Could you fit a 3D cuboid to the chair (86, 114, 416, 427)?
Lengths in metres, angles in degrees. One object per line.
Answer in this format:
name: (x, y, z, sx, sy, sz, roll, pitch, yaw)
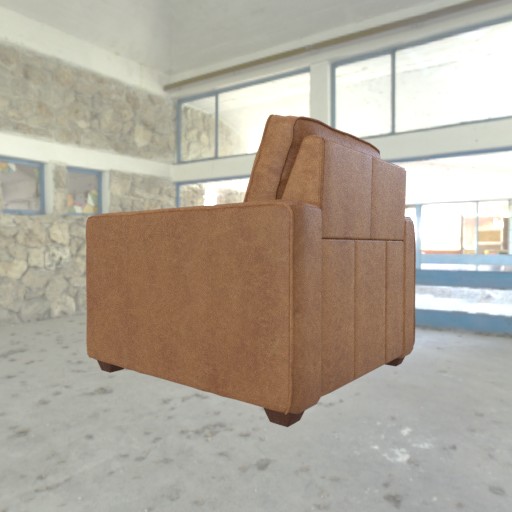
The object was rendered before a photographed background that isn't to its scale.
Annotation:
chair: (0.000, 0.000, 1.793, 1.027, 0.901, 0.987, 1, 2, 36)
